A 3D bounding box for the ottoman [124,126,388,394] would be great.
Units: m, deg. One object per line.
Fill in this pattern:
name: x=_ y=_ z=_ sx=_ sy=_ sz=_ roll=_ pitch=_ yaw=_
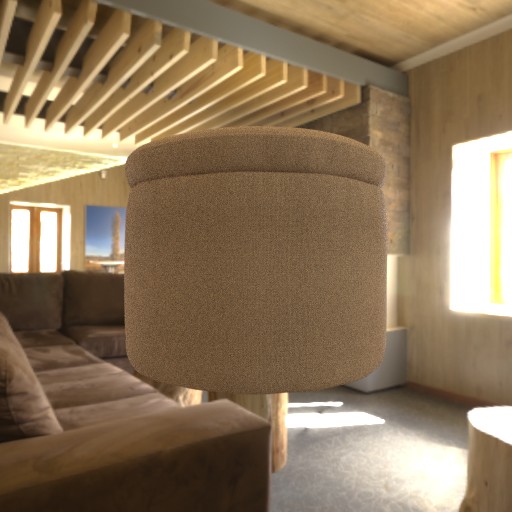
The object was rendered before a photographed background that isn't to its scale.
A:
ottoman: x=0.000 y=0.000 z=0.873 sx=0.497 sy=0.409 sz=0.497 roll=0 pitch=0 yaw=0
